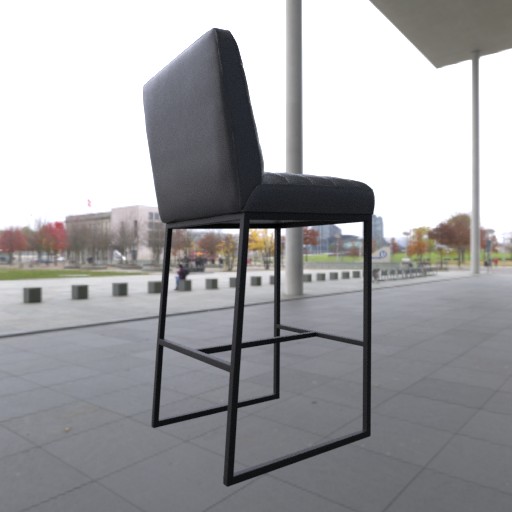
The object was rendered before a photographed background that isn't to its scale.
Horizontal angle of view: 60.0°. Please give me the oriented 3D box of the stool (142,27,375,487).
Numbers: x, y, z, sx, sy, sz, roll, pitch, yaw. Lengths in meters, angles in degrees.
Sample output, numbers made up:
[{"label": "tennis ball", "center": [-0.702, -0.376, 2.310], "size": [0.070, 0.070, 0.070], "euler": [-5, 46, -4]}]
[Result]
[{"label": "stool", "center": [0.000, 0.000, 1.311], "size": [0.552, 1.040, 0.457], "euler": [0, 0, -36]}]
